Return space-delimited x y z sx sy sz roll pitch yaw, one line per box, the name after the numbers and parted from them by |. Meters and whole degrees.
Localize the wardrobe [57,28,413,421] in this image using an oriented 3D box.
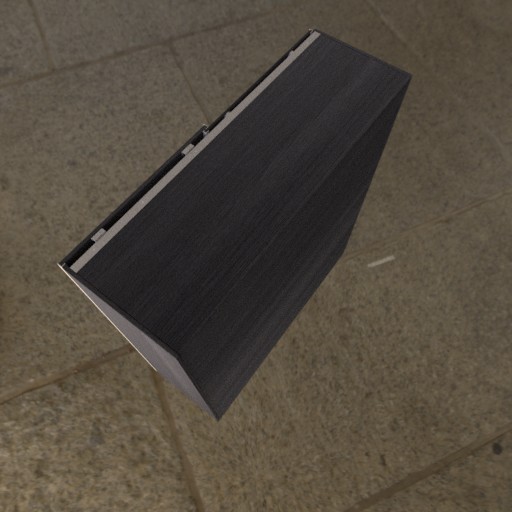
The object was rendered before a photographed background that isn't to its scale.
0.000 0.000 2.852 0.629 1.960 1.780 34 68 16 | wardrobe
